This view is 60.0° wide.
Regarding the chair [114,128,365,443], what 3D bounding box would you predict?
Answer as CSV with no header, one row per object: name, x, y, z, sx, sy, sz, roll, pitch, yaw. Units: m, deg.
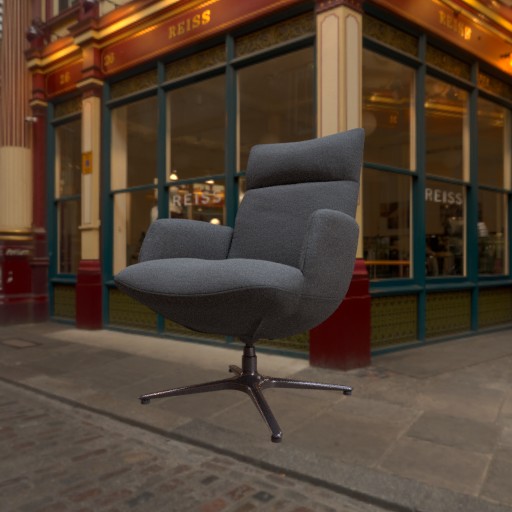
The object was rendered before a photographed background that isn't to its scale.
chair,0.000,0.000,1.561,0.702,0.984,0.831,0,1,35
